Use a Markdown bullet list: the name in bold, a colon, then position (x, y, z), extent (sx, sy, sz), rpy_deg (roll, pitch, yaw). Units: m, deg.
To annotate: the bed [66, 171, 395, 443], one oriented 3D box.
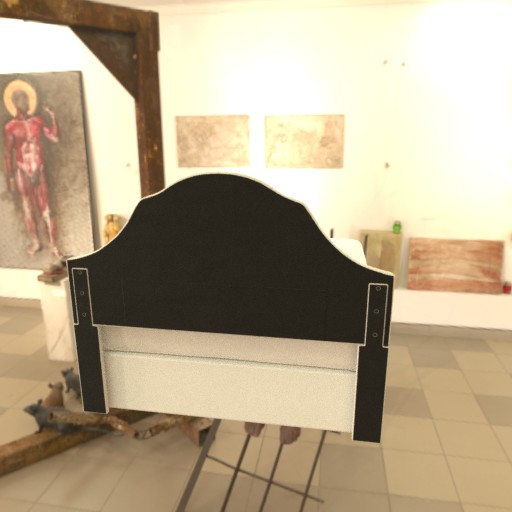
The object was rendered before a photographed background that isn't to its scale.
- **bed**: position (0.000, 0.000, 3.810), extent (2.039, 1.617, 2.477), rpy_deg (3, 15, 9)
